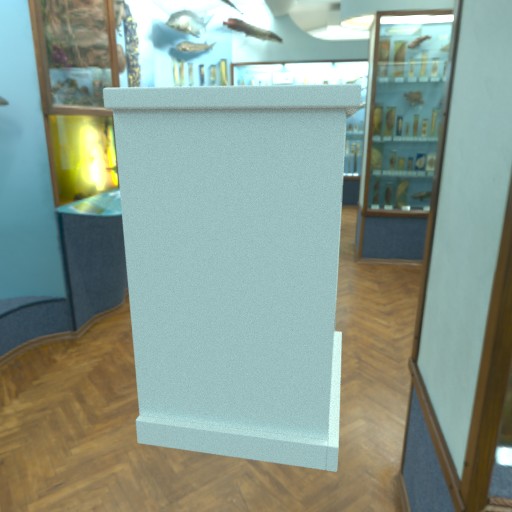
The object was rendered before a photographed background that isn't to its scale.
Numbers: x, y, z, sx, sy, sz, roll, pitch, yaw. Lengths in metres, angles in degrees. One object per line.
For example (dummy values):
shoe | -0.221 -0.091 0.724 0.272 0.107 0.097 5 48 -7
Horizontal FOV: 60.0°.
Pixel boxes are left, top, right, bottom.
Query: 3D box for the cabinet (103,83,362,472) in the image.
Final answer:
cabinet | 0.000 0.000 1.060 0.431 0.723 0.520 3 17 11
